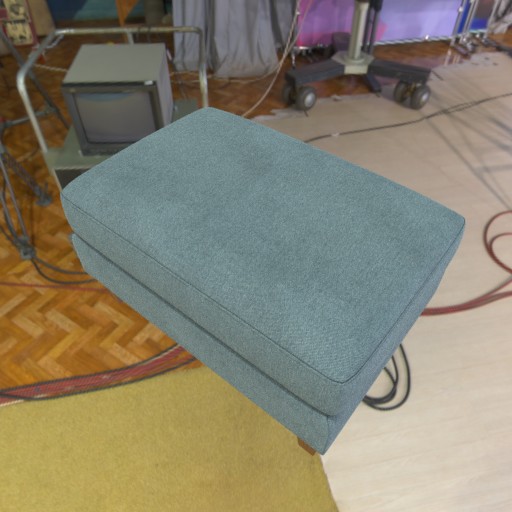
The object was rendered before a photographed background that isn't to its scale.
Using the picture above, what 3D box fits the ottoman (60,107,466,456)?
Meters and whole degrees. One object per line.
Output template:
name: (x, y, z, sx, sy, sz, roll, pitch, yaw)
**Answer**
ottoman: (0.000, 0.000, 1.199, 0.864, 0.483, 0.584, 31, 54, 26)
